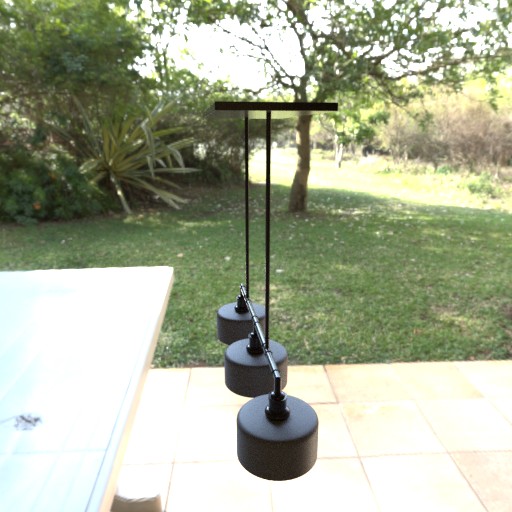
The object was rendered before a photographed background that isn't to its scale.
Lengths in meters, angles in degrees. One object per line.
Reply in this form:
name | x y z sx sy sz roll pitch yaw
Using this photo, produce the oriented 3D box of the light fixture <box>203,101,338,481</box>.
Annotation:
light fixture | 0.000 0.000 0.883 0.177 0.557 0.582 -2 16 -9
